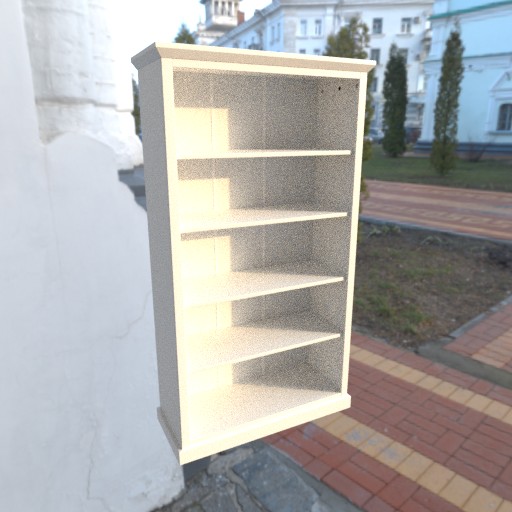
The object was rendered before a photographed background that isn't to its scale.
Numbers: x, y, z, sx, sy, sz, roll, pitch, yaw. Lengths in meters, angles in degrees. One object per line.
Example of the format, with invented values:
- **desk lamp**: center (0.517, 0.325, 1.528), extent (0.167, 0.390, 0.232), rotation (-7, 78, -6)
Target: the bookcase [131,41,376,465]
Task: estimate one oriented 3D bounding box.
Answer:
- **bookcase**: center (0.000, 0.000, 2.294), extent (1.050, 1.880, 0.432), rotation (-8, 18, -26)
